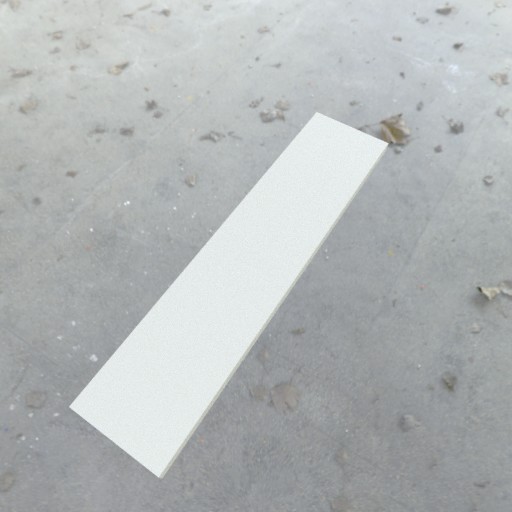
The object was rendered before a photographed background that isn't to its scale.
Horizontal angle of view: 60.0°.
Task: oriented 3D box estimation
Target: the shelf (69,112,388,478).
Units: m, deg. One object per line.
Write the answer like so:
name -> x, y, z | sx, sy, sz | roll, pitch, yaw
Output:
shelf -> 0.000, 0.000, 0.653 | 0.140, 0.020, 0.610 | 29, 64, 16
